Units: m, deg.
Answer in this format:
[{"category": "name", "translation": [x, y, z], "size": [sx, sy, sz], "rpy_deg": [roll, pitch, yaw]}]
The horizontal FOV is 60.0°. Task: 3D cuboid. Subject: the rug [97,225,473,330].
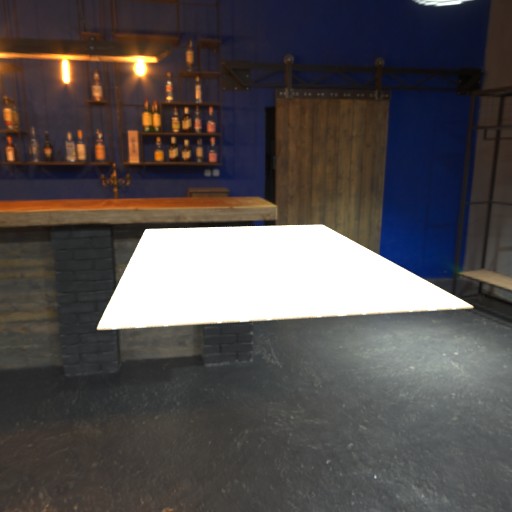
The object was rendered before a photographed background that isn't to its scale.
[{"category": "rug", "translation": [0.000, 0.000, 2.770], "size": [1.524, 0.010, 2.134], "rpy_deg": [-2, 14, -9]}]
